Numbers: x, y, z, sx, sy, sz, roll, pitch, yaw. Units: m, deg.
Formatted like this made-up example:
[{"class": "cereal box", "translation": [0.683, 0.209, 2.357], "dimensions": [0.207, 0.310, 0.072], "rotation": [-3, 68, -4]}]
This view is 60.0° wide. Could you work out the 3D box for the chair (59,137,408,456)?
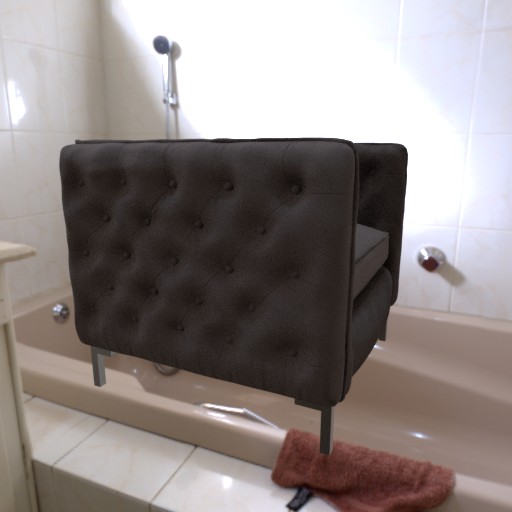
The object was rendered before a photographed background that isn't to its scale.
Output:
[{"class": "chair", "translation": [0.000, 0.000, 1.600], "dimensions": [0.913, 0.807, 0.946], "rotation": [7, 15, 25]}]
